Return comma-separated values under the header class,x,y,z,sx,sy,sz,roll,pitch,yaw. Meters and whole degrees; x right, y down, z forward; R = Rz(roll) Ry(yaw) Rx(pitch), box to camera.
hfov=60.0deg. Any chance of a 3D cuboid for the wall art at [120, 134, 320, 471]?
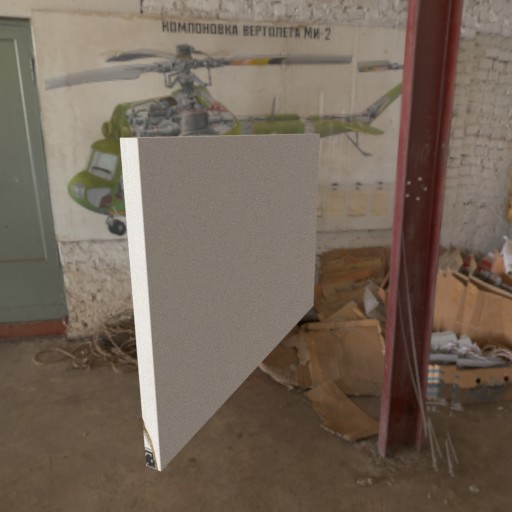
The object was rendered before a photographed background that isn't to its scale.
class,x,y,z,sx,sy,sz,roll,pitch,yaw
wall art,0.000,0.000,1.141,0.038,0.601,0.898,7,17,25
